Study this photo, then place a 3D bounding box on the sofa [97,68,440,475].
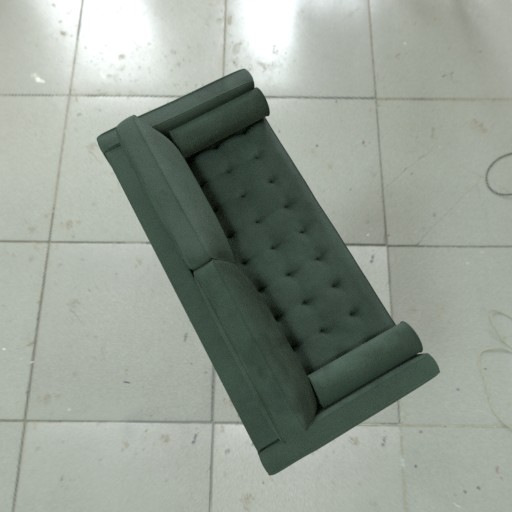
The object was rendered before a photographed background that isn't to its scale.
[{"bbox_3d":[0.000,0.000,2.324,0.916,0.772,1.880,-28,77,-7],"label":"sofa"}]
